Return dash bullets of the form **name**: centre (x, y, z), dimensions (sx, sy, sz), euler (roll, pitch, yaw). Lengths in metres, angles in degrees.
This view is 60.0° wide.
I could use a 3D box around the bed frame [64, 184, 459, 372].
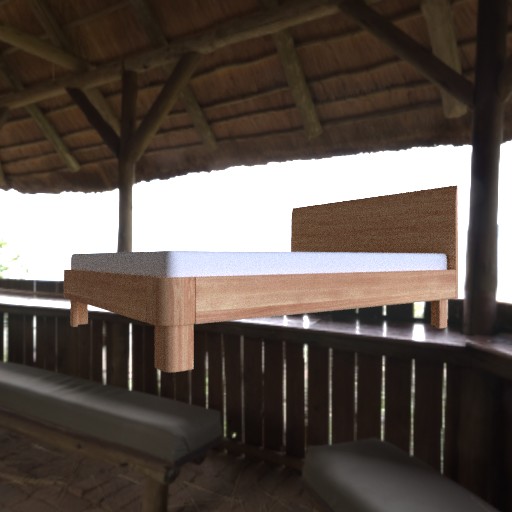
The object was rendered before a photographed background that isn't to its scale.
- **bed frame**: centre (0.000, 0.000, 2.977), dimensions (2.092, 0.940, 1.660), euler (0, 0, -36)
